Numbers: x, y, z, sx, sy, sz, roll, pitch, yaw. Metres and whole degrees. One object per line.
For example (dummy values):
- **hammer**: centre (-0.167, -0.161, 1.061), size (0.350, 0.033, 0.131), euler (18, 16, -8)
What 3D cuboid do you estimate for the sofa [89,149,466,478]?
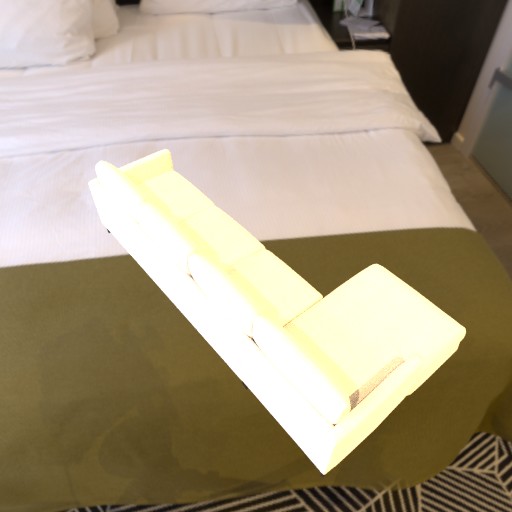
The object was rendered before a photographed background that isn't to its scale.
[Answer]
- **sofa**: centre (0.000, 0.000, 3.776), size (1.467, 0.875, 3.186), euler (-32, 55, -26)
